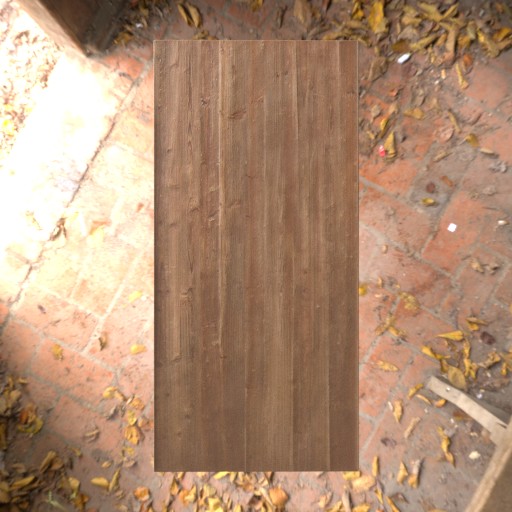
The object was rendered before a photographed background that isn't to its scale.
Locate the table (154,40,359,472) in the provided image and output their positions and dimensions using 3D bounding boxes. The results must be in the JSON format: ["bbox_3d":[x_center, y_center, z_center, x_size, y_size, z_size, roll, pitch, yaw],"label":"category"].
[{"bbox_3d":[0.000,0.000,2.436,0.952,0.760,2.003,0,90,0],"label":"table"}]
